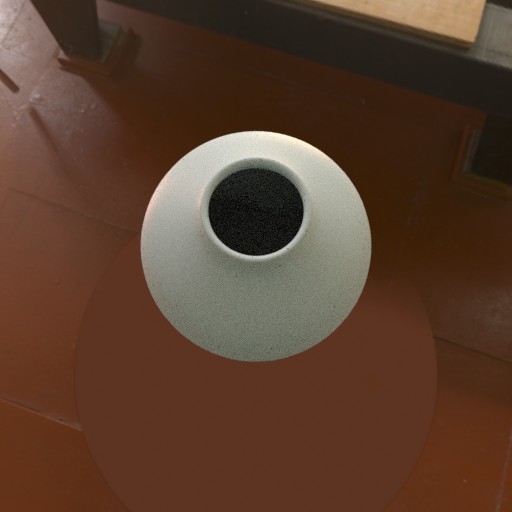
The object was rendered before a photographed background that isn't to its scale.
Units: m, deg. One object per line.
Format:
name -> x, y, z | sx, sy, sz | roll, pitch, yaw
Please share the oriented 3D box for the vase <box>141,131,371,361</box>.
vase -> 0.000, 0.000, 0.366 | 0.169, 0.240, 0.169 | 0, 77, 0
